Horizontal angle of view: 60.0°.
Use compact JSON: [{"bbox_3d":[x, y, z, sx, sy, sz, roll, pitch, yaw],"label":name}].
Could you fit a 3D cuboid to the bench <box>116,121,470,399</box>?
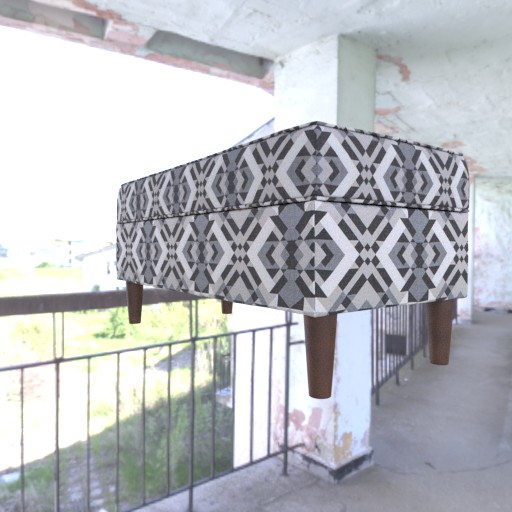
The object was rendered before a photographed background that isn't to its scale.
[{"bbox_3d":[0.000,0.000,1.268,0.492,0.477,1.016,-1,2,-36],"label":"bench"}]
